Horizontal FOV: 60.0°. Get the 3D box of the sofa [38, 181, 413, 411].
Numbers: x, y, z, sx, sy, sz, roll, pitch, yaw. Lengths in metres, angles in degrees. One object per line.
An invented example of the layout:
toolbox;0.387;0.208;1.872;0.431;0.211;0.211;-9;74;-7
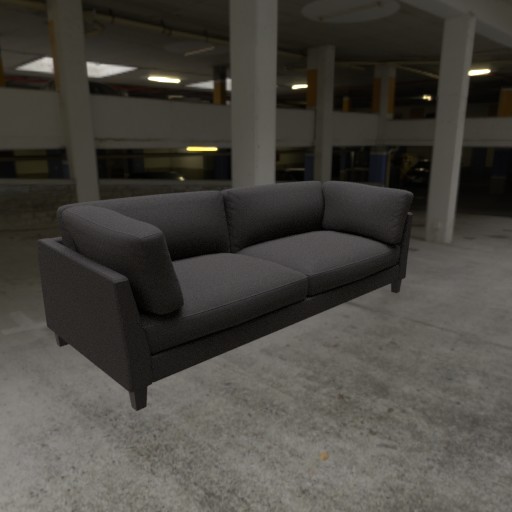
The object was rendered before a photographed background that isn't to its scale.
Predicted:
sofa;0.000;0.000;2.773;2.312;0.792;0.969;-14;20;-42
